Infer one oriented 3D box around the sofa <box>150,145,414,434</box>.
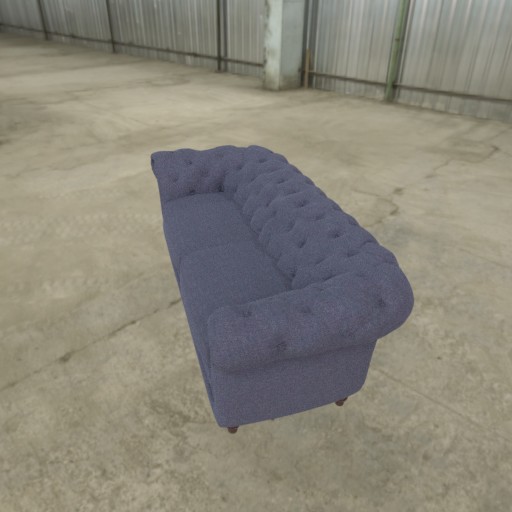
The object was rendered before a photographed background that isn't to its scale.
[{"bbox_3d":[0.000,0.000,2.854,1.046,0.836,2.335,-9,32,-15],"label":"sofa"}]
